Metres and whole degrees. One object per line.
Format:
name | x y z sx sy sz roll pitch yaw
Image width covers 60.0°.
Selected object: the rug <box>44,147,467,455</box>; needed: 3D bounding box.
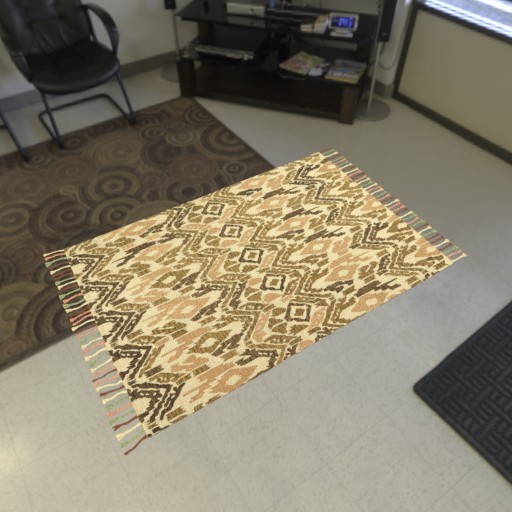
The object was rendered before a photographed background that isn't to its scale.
rug | 0.000 0.000 2.970 2.438 0.008 1.524 -25 53 -21
